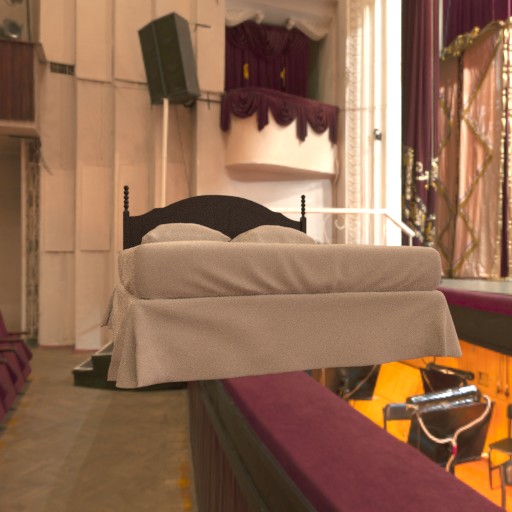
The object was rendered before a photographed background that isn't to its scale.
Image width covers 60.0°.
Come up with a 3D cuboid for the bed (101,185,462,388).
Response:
[{"bbox_3d":[0.000,0.000,3.525,2.322,1.355,2.219,0,0,-19],"label":"bed"}]
